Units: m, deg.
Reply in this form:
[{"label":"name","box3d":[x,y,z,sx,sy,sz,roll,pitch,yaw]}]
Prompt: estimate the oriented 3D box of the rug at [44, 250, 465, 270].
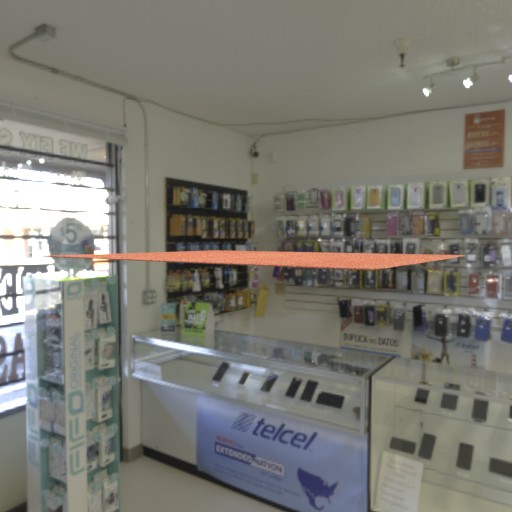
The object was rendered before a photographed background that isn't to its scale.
[{"label":"rug","box3d":[0.000,0.000,2.754,2.112,0.009,1.594,2,3,36]}]
